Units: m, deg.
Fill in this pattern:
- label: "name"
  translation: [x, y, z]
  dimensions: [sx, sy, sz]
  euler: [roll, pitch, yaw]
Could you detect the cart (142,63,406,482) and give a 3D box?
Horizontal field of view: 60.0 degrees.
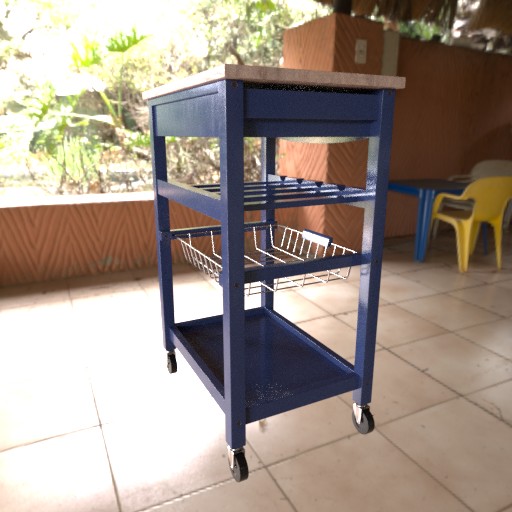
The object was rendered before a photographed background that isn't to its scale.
- label: "cart"
  translation: [0.000, 0.000, 1.163]
  dimensions: [0.403, 0.839, 0.584]
  euler: [-8, 17, -26]
